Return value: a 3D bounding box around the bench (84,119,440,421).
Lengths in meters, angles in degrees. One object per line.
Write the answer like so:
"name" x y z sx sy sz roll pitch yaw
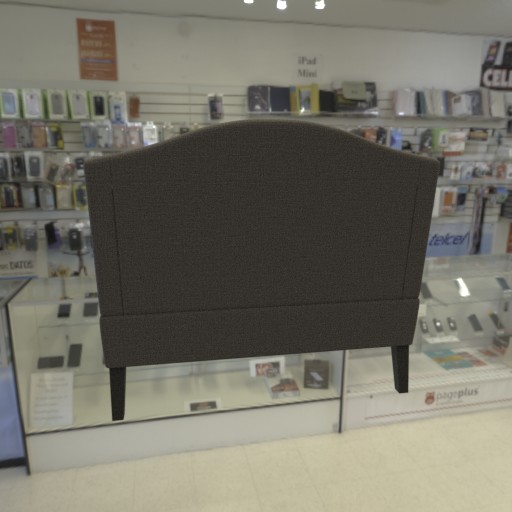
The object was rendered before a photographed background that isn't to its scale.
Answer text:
"bench" 0.000 0.000 2.079 1.335 1.180 0.815 -2 13 -9
